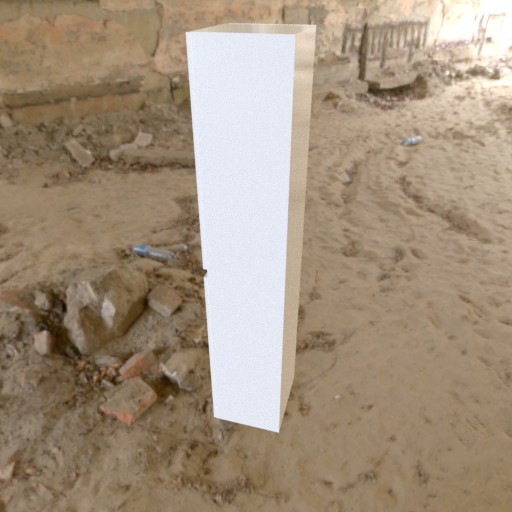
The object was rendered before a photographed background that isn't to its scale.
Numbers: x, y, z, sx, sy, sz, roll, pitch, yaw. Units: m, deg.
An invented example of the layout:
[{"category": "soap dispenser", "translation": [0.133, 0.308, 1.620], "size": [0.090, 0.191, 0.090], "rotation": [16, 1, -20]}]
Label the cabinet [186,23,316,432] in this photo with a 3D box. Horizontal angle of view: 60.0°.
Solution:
[{"category": "cabinet", "translation": [0.000, 0.000, 1.526], "size": [0.270, 1.400, 0.300], "rotation": [8, 32, 13]}]
